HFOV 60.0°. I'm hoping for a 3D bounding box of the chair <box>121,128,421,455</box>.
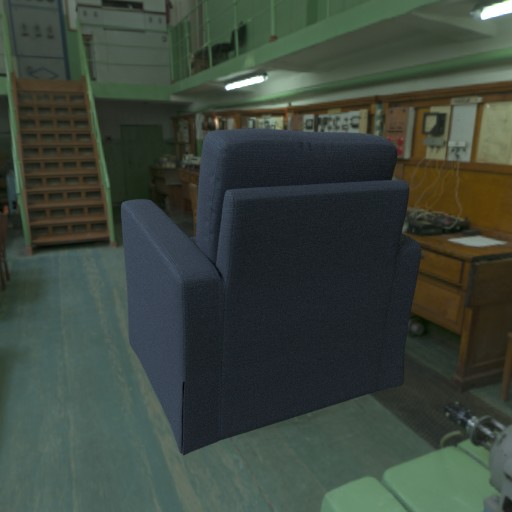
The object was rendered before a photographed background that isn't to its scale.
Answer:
[{"bbox_3d":[0.000,0.000,1.558,0.798,0.855,0.863,-7,17,-25],"label":"chair"}]
